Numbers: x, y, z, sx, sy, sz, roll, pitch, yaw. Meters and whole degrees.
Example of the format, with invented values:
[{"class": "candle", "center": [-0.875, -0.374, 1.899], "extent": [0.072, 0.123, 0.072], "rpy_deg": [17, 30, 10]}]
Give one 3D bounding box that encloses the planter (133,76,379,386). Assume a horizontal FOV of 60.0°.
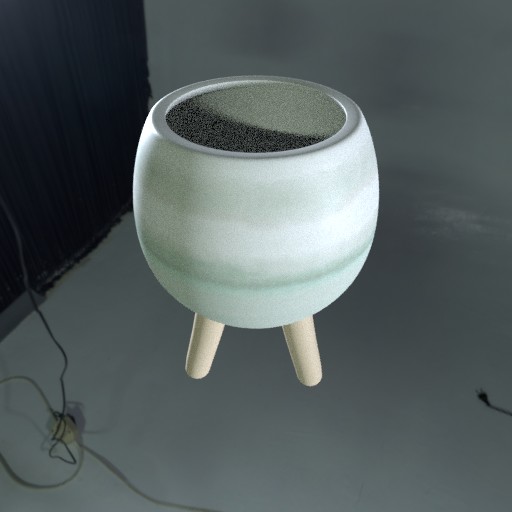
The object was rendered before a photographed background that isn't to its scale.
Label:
[{"class": "planter", "center": [0.000, 0.000, 0.332], "extent": [0.161, 0.224, 0.161], "rpy_deg": [0, 40, 0]}]
